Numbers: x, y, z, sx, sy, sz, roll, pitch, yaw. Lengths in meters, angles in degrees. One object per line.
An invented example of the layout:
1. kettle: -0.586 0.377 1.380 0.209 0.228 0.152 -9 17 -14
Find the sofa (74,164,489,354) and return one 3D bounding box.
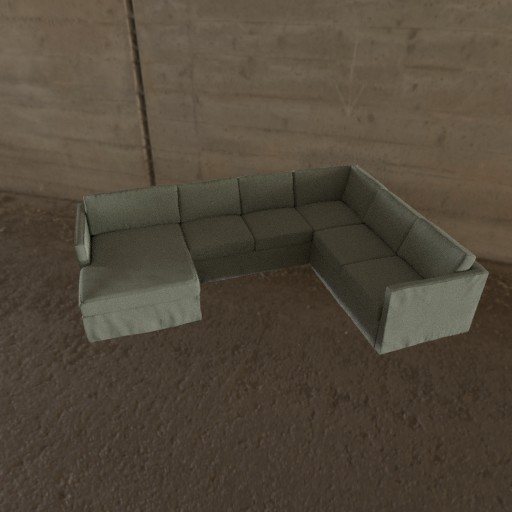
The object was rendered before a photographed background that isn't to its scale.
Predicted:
1. sofa: 0.000 0.000 4.453 3.434 0.869 2.440 -10 34 -14
